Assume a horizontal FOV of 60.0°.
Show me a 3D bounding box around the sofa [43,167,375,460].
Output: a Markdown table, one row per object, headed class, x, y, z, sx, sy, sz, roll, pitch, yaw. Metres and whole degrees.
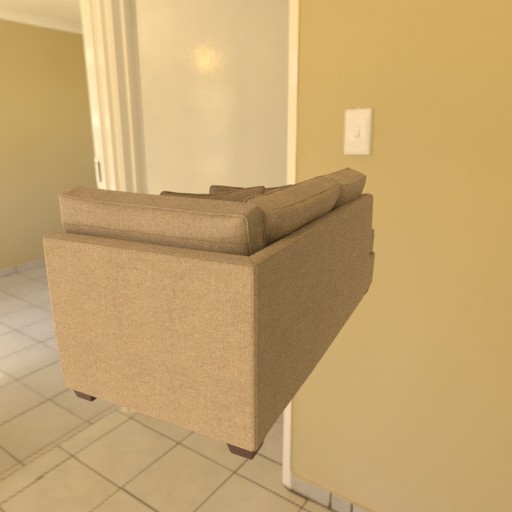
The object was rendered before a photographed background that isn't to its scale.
| class | x | y | z | sx | sy | sz | roll | pitch | yaw |
| --- | --- | --- | --- | --- | --- | --- | --- | --- | --- |
| sofa | 0.000 | 0.000 | 2.780 | 1.110 | 1.019 | 2.238 | 7 | 17 | 25 |
